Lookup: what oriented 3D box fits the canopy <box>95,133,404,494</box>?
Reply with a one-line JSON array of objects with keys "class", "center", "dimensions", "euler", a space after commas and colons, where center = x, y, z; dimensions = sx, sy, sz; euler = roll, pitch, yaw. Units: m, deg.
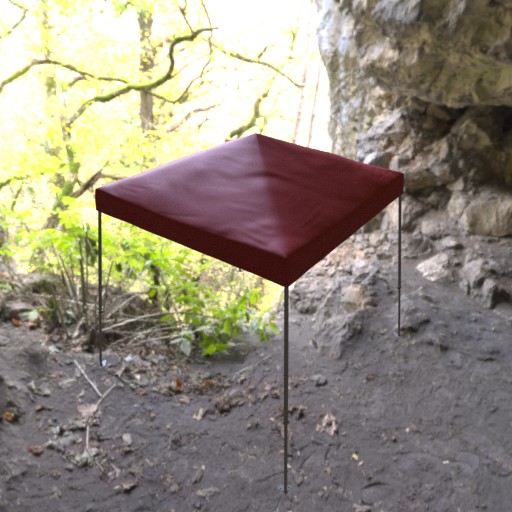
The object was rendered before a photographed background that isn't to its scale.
[{"class": "canopy", "center": [0.000, 0.000, 5.155], "dimensions": [2.849, 2.849, 2.848], "euler": [21, 36, 31]}]
